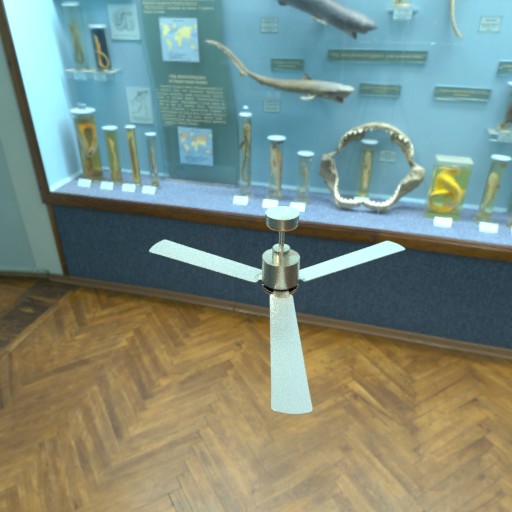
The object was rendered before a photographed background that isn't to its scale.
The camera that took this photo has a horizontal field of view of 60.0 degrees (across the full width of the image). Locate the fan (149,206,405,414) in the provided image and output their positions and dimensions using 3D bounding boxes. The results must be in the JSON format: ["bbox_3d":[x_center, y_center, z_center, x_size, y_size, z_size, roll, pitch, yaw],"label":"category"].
[{"bbox_3d":[0.000,0.000,2.301,1.531,0.446,1.561,9,31,15],"label":"fan"}]
